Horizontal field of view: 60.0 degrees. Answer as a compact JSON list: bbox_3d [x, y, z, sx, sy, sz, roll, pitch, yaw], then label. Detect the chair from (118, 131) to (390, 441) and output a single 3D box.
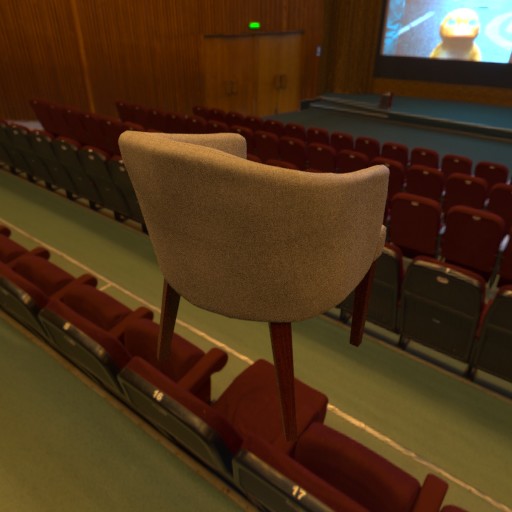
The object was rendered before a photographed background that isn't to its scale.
[{"bbox_3d":[0.000,0.000,1.279,0.583,0.811,0.655,21,37,32],"label":"chair"}]
